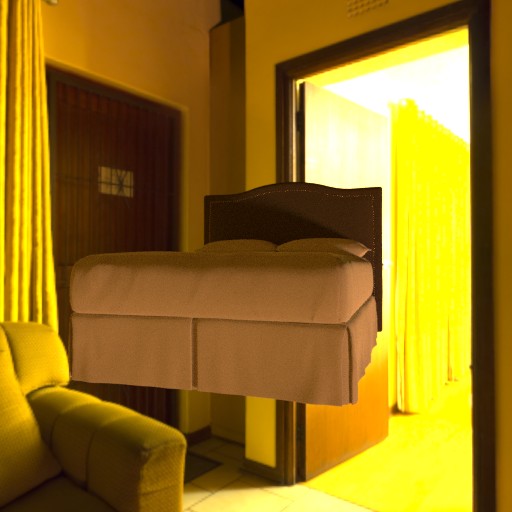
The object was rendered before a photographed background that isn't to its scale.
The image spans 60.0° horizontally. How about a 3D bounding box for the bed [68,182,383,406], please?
[{"bbox_3d":[0.000,0.000,3.146,1.666,1.387,2.036,0,-1,18],"label":"bed"}]
